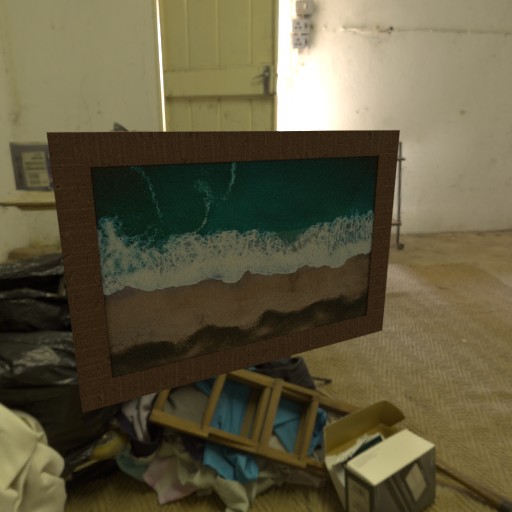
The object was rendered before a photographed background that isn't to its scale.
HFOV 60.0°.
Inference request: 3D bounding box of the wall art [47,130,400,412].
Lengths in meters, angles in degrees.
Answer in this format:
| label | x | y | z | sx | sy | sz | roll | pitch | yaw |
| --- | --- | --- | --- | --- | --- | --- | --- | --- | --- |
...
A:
| label | x | y | z | sx | sy | sz | roll | pitch | yaw |
| --- | --- | --- | --- | --- | --- | --- | --- | --- | --- |
| wall art | 0.000 | 0.000 | 1.153 | 0.917 | 0.626 | 0.019 | -8 | 18 | -27 |
